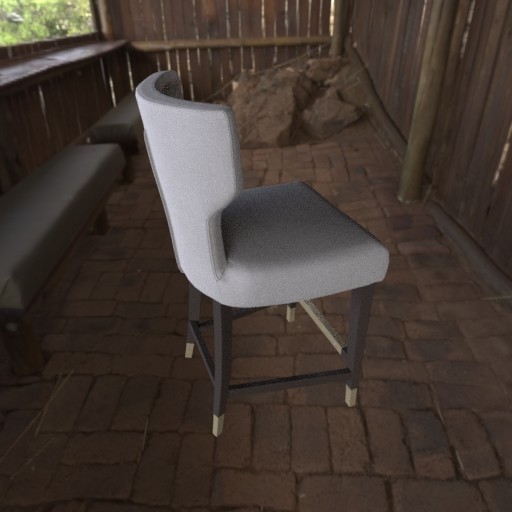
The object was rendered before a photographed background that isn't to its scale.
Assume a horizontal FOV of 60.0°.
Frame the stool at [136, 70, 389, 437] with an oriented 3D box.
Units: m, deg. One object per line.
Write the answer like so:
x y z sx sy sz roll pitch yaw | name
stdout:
0.000 0.000 1.311 0.563 0.982 0.527 -11 33 -18 | stool
